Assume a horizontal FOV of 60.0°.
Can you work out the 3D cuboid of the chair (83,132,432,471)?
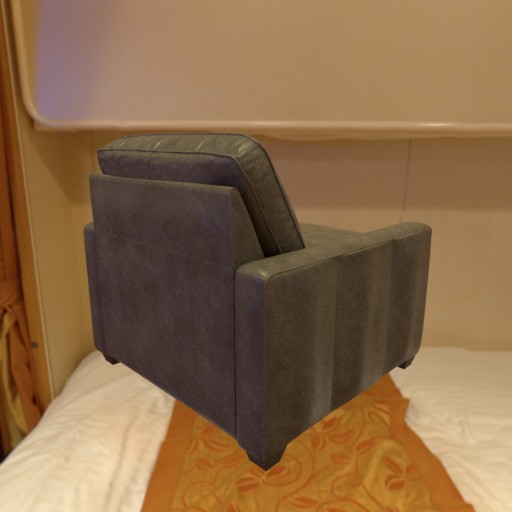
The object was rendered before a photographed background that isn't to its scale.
[{"bbox_3d":[0.000,0.000,1.727,1.006,0.916,0.939,14,20,43],"label":"chair"}]
